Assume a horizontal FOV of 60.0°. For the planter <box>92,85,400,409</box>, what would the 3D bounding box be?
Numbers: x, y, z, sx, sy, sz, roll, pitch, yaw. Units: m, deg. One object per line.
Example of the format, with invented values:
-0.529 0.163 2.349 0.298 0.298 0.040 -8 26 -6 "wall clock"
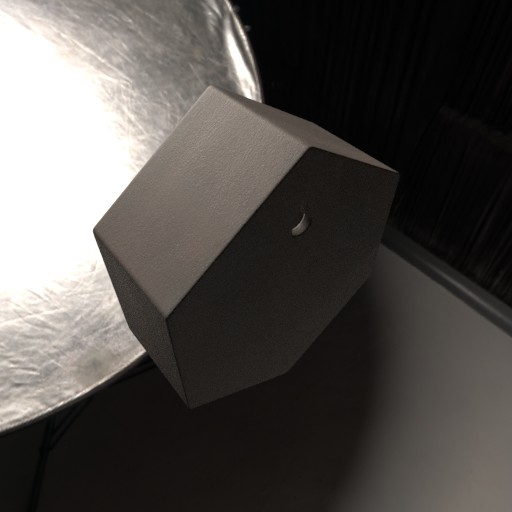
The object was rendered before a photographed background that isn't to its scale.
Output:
0.000 0.000 0.292 0.169 0.206 0.077 -31 55 -26 "planter"
